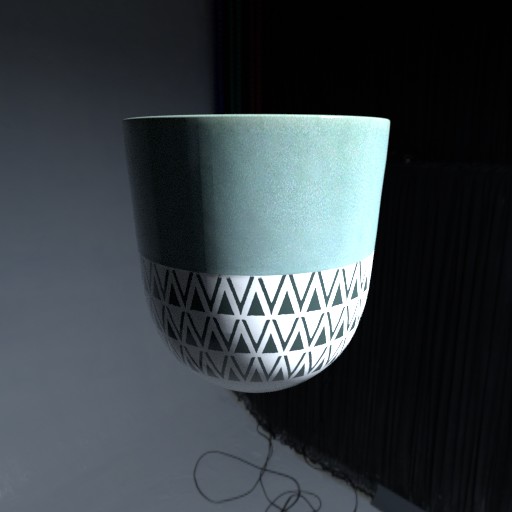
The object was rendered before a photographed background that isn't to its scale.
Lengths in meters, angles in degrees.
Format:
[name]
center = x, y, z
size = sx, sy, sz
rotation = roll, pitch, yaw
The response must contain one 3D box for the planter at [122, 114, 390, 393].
[planter]
center = 0.000, 0.000, 0.368
size = 0.198, 0.214, 0.198
rotation = 0, 15, 0
